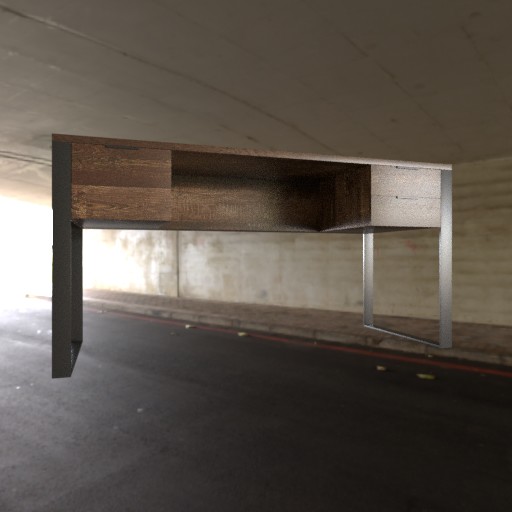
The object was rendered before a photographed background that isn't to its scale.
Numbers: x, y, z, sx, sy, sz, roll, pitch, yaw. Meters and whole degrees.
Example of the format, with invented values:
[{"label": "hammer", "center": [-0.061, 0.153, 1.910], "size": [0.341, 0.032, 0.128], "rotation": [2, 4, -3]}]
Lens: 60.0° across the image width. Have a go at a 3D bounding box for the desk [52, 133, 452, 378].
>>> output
[{"label": "desk", "center": [0.000, 0.000, 1.892], "size": [1.524, 0.762, 0.599], "rotation": [0, 0, -18]}]
